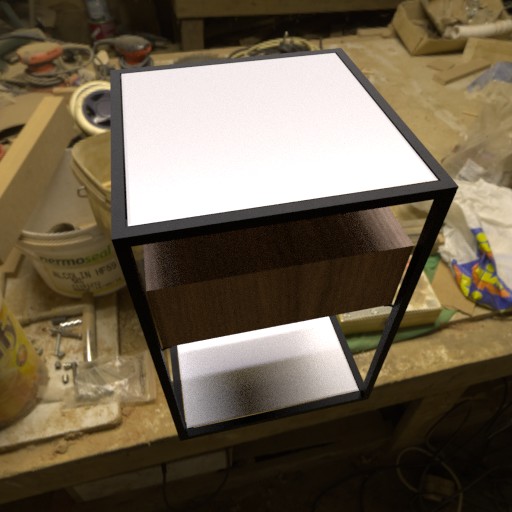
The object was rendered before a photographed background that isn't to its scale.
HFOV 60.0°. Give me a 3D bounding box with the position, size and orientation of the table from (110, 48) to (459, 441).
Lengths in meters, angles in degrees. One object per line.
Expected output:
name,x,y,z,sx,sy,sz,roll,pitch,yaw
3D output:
table,0.000,0.000,0.788,0.378,0.540,0.378,-9,48,-9
